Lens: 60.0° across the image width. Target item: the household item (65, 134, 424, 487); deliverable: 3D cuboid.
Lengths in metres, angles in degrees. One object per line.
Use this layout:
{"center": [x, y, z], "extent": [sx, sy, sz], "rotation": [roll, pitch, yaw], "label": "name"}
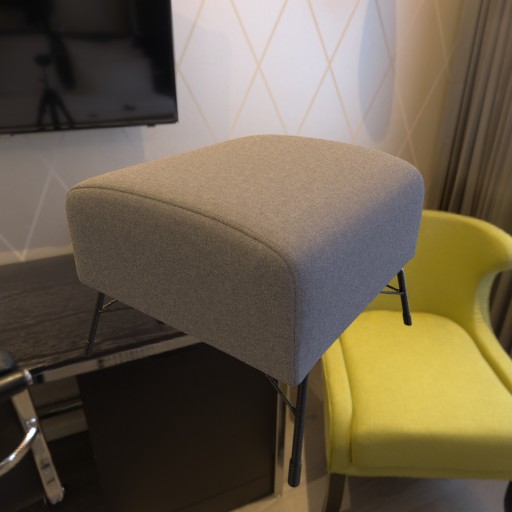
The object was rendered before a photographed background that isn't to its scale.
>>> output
{"center": [0.000, 0.000, 0.900], "extent": [0.530, 0.410, 0.530], "rotation": [18, 31, 32], "label": "household item"}
